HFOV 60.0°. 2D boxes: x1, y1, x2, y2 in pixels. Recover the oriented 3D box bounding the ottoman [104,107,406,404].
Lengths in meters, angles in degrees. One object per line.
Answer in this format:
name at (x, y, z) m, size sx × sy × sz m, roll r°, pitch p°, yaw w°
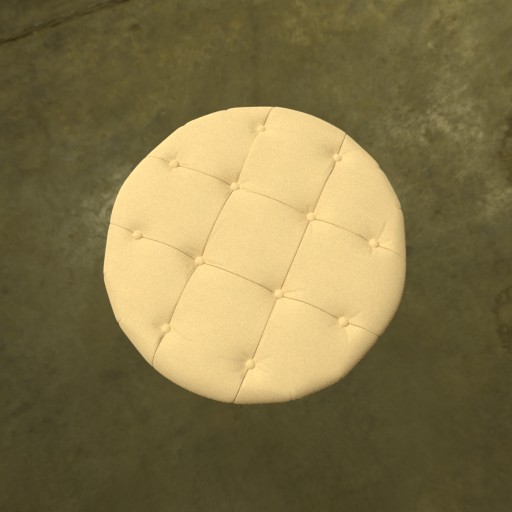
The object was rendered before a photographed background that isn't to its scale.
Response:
ottoman at (0.000, 0.000, 1.437) m, size 0.901 × 0.439 × 0.901 m, roll 0°, pitch 75°, yaw 0°
